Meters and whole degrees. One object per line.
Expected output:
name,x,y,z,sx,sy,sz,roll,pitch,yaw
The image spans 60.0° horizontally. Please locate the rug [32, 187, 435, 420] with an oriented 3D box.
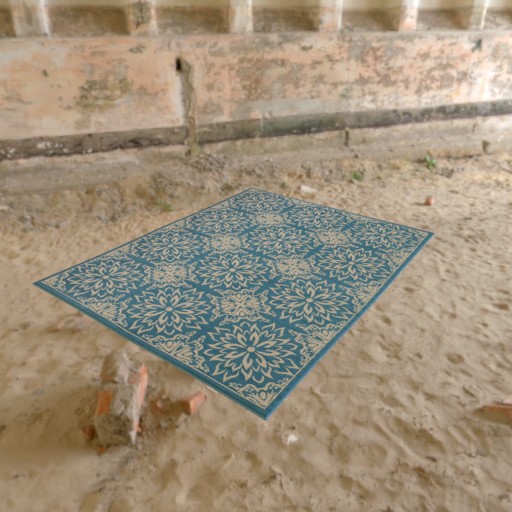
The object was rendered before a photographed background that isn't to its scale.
rug,0.000,0.000,4.048,2.350,0.018,2.964,19,33,32
